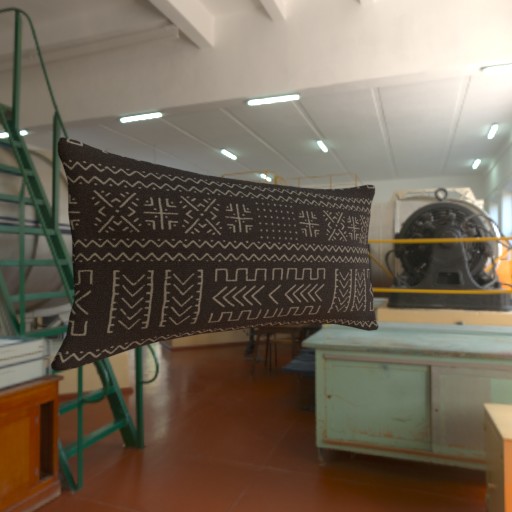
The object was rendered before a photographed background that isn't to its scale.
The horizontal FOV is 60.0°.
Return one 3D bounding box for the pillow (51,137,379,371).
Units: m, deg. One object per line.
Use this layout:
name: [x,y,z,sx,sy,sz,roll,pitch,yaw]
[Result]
pillow: [0.000,0.000,0.789,0.667,0.322,0.135,1,-1,-35]
